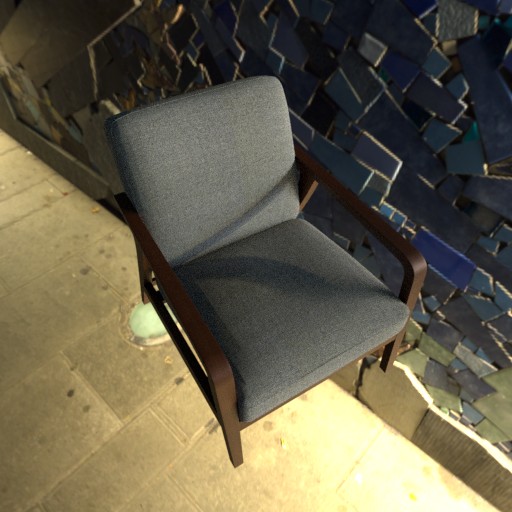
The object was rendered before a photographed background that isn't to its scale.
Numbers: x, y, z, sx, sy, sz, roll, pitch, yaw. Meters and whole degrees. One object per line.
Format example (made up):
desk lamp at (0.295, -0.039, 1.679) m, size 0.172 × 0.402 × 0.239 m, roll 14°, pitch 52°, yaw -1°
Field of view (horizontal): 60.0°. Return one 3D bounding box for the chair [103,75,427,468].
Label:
chair at (0.000, 0.000, 1.463) m, size 0.704 × 0.847 × 0.858 m, roll -24°, pitch 51°, yaw -21°
